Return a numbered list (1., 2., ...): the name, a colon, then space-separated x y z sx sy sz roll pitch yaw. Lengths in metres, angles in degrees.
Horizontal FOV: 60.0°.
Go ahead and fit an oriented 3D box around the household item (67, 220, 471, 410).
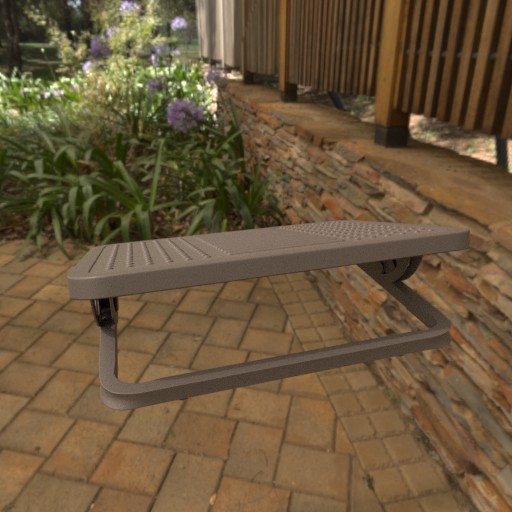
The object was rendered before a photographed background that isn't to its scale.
1. household item: 0.000 0.000 0.531 0.390 0.126 0.301 -7 25 -15
